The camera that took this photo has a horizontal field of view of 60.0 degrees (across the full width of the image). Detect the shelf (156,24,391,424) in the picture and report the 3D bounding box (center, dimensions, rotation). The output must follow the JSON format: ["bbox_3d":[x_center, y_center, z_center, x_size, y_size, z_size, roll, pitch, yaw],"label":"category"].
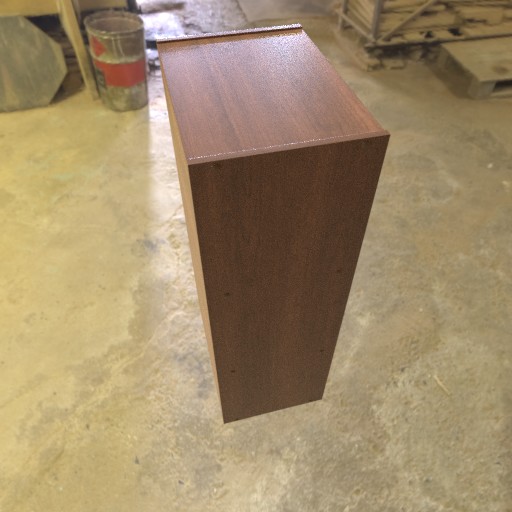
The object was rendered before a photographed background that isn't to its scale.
[{"bbox_3d":[0.000,0.000,1.065,0.290,0.879,0.414,-11,49,-10],"label":"shelf"}]
